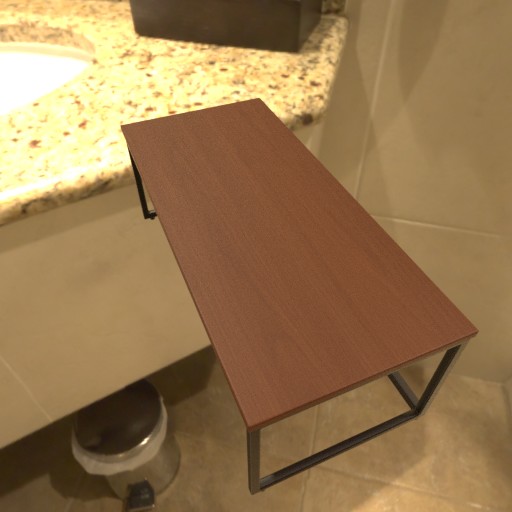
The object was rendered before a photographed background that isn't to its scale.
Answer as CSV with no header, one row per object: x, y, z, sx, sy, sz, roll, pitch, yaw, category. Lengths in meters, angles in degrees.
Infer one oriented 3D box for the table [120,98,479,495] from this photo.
0.000,0.000,1.313,0.500,0.400,1.100,-17,48,-16,table
